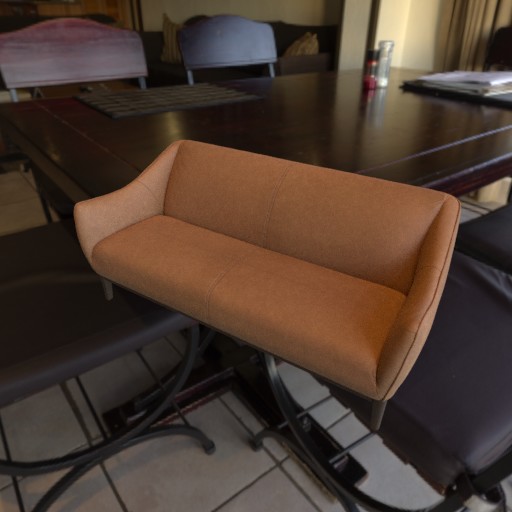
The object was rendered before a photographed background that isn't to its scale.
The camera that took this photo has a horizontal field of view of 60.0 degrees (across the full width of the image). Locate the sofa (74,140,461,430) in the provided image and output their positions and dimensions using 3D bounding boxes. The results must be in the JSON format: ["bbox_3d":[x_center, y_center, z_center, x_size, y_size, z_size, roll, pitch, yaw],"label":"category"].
[{"bbox_3d":[0.000,0.000,2.394,1.928,0.830,0.869,19,35,29],"label":"sofa"}]
